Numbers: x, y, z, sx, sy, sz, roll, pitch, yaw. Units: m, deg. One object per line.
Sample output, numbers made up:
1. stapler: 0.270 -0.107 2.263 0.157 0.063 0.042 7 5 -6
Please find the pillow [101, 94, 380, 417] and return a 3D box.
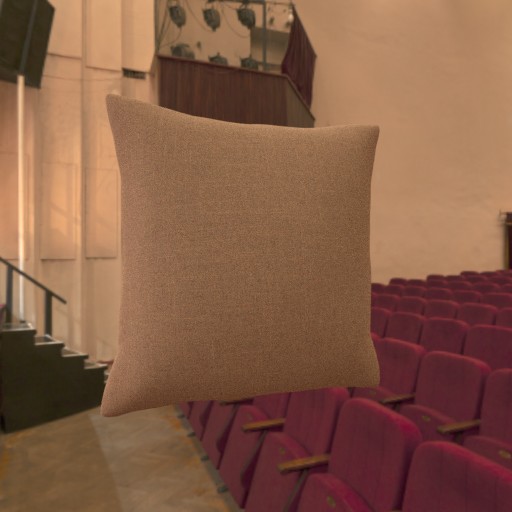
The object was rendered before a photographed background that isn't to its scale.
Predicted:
1. pillow: 0.000 0.000 0.776 0.512 0.506 0.178 0 0 -20
